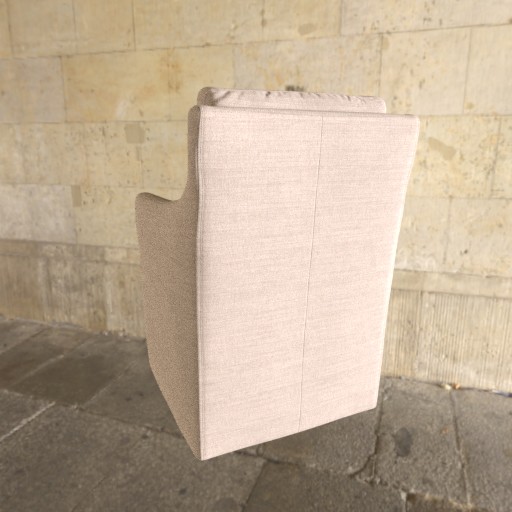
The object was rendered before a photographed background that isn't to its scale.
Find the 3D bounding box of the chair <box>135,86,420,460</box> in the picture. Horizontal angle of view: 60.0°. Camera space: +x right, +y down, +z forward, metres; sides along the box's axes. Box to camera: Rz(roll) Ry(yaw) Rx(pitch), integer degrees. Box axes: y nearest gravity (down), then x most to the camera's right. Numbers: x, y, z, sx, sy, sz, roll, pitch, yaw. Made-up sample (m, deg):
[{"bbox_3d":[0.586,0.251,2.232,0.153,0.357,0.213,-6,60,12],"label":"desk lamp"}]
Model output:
[{"bbox_3d":[0.000,0.000,1.365,0.626,0.914,0.694,-6,15,-25],"label":"chair"}]
